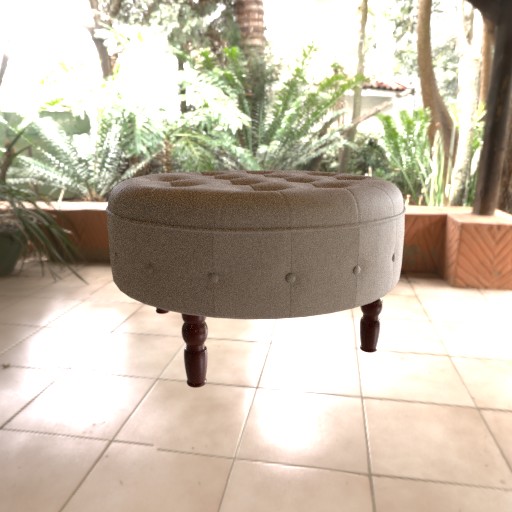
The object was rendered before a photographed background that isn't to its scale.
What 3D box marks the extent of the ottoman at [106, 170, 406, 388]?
[{"bbox_3d":[0.000,0.000,1.357,0.849,0.478,0.849,0,14,0],"label":"ottoman"}]
